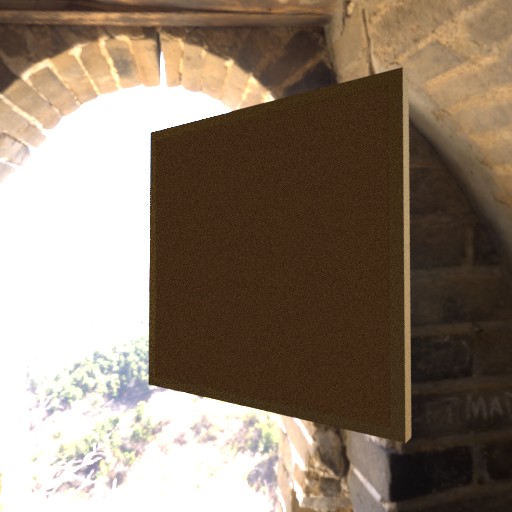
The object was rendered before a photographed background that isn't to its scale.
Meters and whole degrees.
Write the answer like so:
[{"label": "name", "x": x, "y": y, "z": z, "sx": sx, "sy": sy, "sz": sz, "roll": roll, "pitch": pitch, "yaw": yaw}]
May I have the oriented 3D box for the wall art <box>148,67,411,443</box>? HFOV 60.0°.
[{"label": "wall art", "x": 0.000, "y": 0.000, "z": 2.865, "sx": 1.926, "sy": 1.926, "sz": 0.099, "roll": -1, "pitch": -2, "yaw": 35}]
